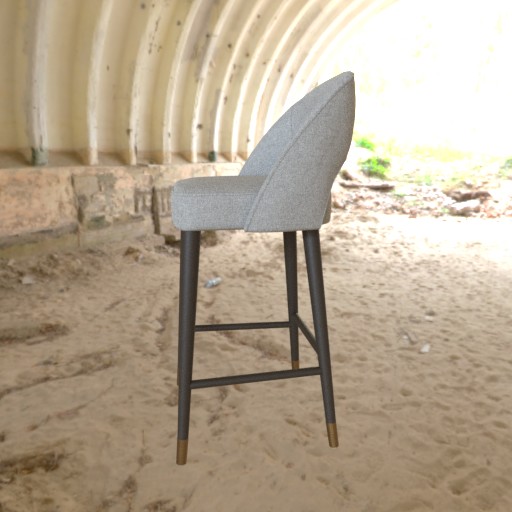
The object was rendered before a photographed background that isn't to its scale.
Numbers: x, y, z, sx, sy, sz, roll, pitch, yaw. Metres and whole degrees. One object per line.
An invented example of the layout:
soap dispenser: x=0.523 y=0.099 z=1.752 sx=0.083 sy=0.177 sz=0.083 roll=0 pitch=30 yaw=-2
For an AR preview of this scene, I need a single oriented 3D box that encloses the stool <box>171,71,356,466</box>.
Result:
stool: x=0.000 y=0.000 z=1.330 sx=0.509 sy=1.037 sz=0.494 roll=-2 pitch=13 yaw=-9
